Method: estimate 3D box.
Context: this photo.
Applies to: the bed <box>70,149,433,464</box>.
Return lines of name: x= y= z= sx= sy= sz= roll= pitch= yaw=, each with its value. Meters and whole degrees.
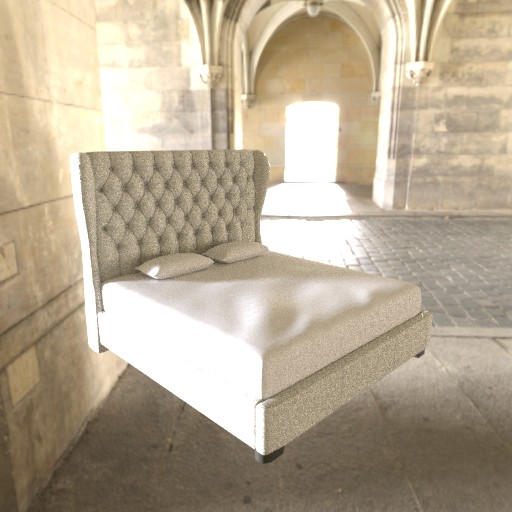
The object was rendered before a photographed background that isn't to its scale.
bed: x=0.000 y=0.000 z=3.870 sx=2.219 sy=1.771 sz=2.347 roll=-14 pitch=20 yaw=-43
